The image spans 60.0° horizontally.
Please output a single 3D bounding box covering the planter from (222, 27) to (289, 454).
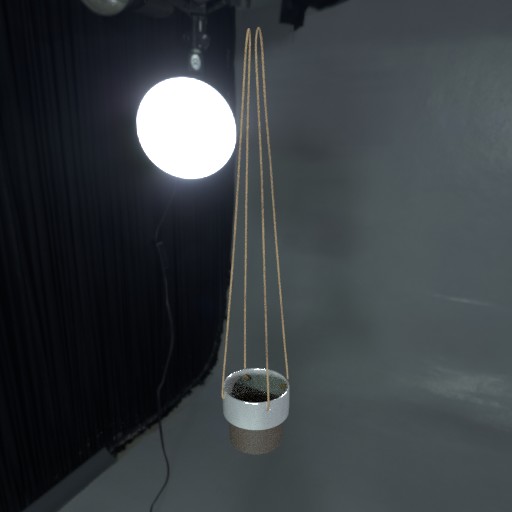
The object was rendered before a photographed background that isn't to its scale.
[{"bbox_3d":[0.000,0.000,1.141,0.187,1.073,0.187,7,16,24],"label":"planter"}]
